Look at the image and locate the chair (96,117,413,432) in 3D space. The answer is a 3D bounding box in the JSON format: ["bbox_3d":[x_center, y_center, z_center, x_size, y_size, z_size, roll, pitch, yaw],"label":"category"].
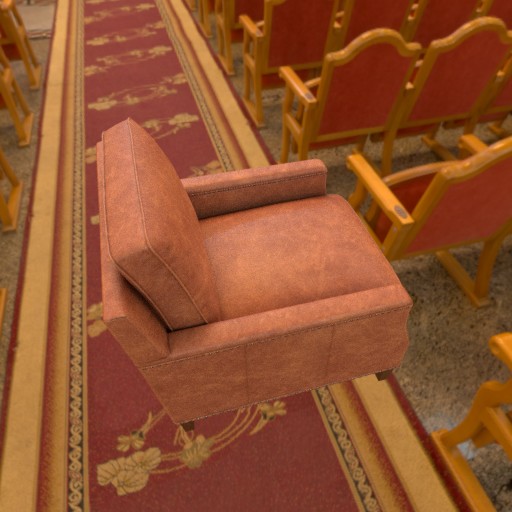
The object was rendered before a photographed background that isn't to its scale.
[{"bbox_3d":[0.000,0.000,1.703,1.014,0.943,0.853,-11,47,-10],"label":"chair"}]
